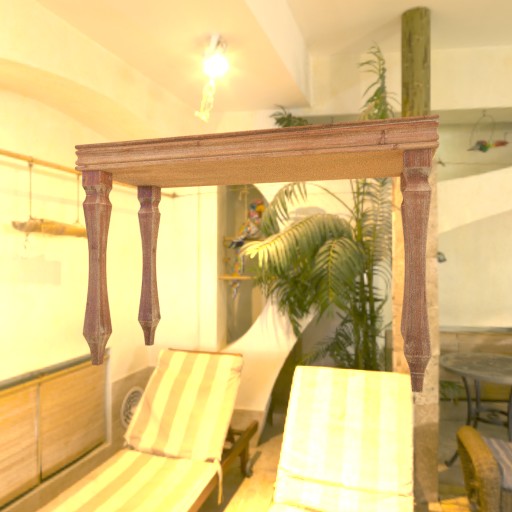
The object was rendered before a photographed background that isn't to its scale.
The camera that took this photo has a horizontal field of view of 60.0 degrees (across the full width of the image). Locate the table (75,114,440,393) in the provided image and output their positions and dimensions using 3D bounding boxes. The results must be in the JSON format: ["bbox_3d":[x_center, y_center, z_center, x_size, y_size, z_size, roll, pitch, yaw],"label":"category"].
[{"bbox_3d":[0.000,0.000,1.799,1.330,0.873,0.522,0,0,17],"label":"table"}]
